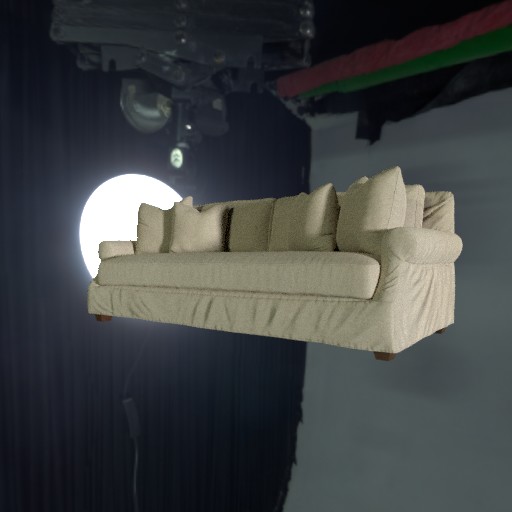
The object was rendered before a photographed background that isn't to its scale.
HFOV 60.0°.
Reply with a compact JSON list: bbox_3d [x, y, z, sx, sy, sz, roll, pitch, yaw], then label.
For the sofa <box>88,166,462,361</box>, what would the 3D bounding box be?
[{"bbox_3d":[0.000,0.000,2.855,2.285,0.904,1.067,0,-1,36],"label":"sofa"}]
